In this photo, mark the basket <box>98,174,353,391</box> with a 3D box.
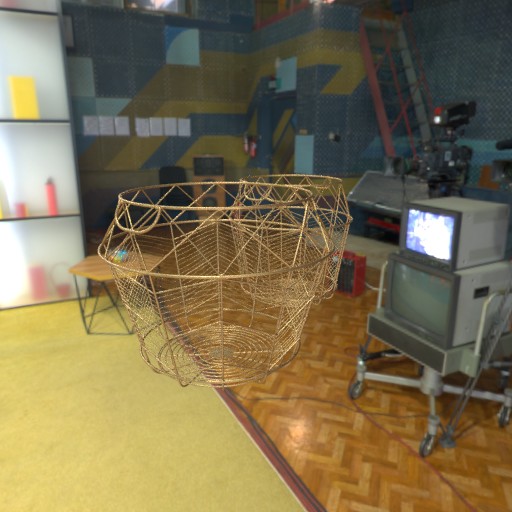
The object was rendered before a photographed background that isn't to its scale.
[{"bbox_3d":[0.000,0.000,1.047,0.451,0.343,0.805,7,17,23],"label":"basket"}]
